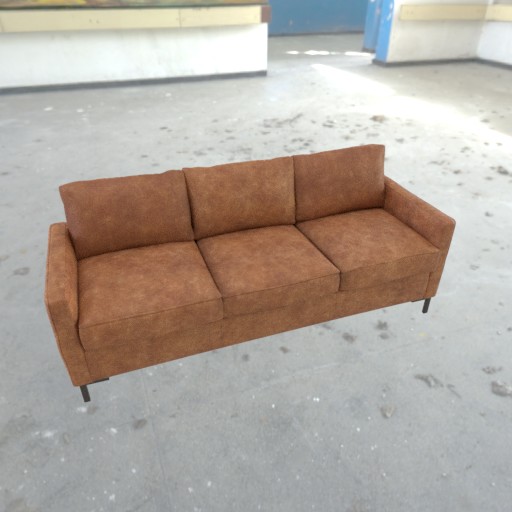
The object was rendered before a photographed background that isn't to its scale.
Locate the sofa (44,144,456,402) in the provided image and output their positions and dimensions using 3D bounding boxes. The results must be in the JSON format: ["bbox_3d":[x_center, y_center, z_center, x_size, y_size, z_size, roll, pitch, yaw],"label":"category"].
[{"bbox_3d":[0.000,0.000,2.375,2.029,0.863,0.748,-11,34,-17],"label":"sofa"}]
